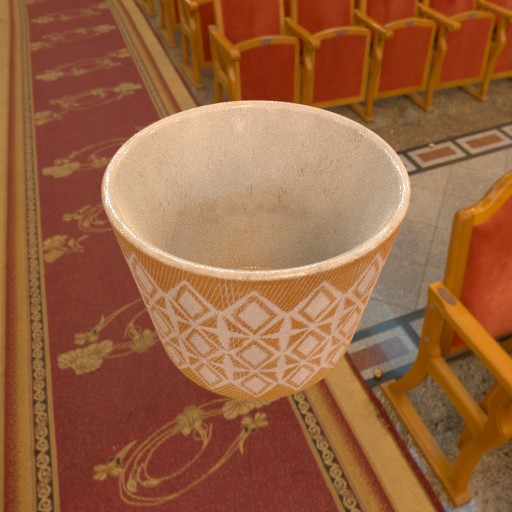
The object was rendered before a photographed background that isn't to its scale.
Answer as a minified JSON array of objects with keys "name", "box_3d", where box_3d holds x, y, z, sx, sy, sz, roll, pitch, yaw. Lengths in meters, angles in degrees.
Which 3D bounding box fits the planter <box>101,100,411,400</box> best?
[{"name":"planter","box_3d":[0.000,0.000,0.222,0.126,0.104,0.126,0,44,0]}]
